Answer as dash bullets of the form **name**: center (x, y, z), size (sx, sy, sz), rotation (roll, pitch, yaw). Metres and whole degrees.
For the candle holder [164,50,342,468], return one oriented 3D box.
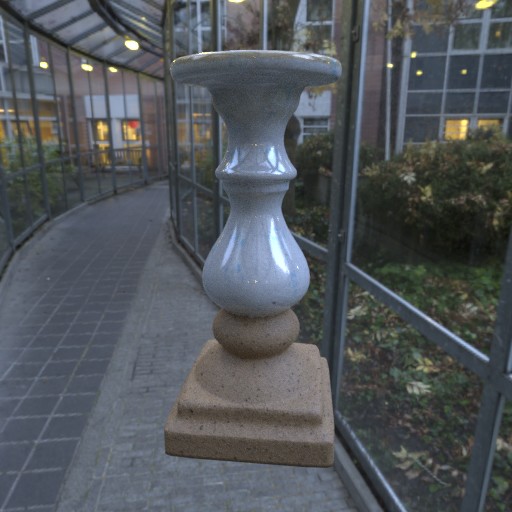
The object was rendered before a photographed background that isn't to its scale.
- **candle holder**: center (0.000, 0.000, 0.298), size (0.110, 0.239, 0.110), rotation (2, 16, 6)
